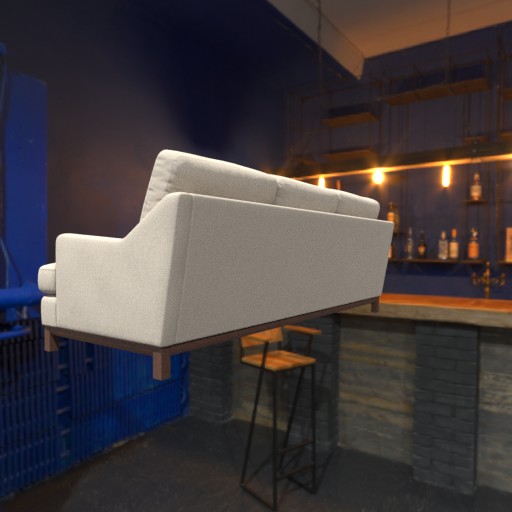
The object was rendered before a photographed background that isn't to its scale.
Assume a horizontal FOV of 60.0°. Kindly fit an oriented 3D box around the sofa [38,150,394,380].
[{"bbox_3d":[0.000,0.000,2.816,1.000,0.913,2.321,1,1,36],"label":"sofa"}]
